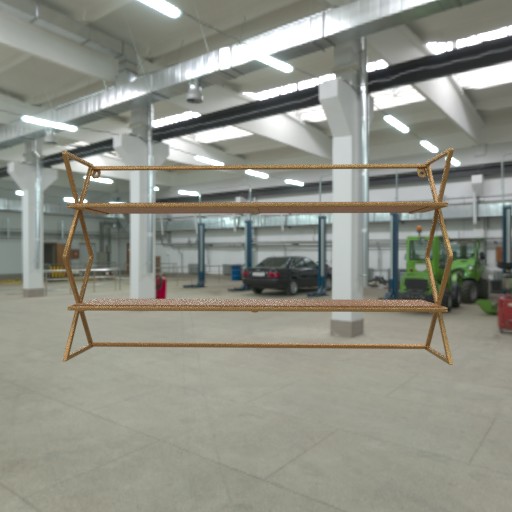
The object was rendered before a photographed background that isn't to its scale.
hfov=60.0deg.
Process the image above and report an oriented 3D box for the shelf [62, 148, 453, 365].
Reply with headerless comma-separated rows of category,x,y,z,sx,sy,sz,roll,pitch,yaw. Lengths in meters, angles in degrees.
shelf,0.000,0.000,1.005,0.822,0.450,0.150,0,0,2
